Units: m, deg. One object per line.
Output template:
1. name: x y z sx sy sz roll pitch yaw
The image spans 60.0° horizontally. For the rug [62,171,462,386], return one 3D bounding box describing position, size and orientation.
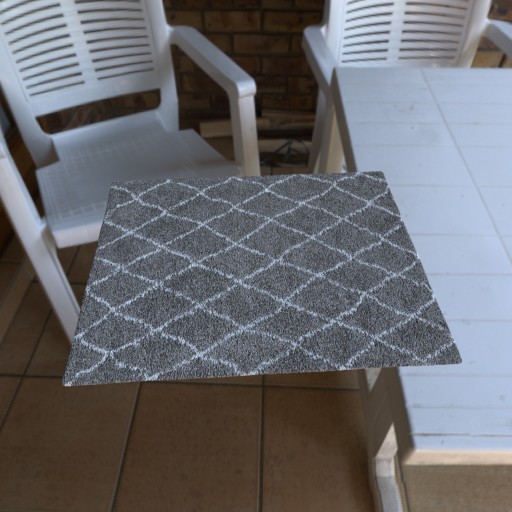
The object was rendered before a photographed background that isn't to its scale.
1. rug: 0.000 0.000 4.170 3.047 0.029 2.438 -3 47 -2
